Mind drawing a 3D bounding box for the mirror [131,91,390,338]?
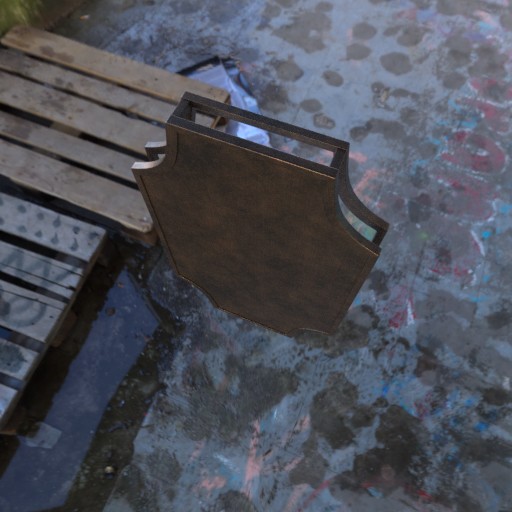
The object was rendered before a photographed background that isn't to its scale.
[{"bbox_3d":[0.000,0.000,0.993,0.462,0.811,0.066,20,66,9],"label":"mirror"}]
